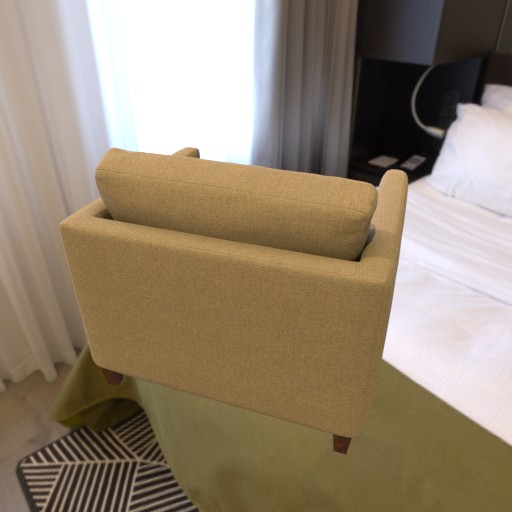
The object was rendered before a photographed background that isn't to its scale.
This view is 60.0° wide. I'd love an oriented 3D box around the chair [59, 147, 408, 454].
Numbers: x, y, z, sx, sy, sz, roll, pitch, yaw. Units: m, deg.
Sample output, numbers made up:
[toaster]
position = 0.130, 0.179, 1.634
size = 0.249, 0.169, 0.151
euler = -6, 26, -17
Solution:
[chair]
position = 0.000, 0.000, 1.829
size = 1.107, 0.963, 0.959
euler = 10, 32, 17
